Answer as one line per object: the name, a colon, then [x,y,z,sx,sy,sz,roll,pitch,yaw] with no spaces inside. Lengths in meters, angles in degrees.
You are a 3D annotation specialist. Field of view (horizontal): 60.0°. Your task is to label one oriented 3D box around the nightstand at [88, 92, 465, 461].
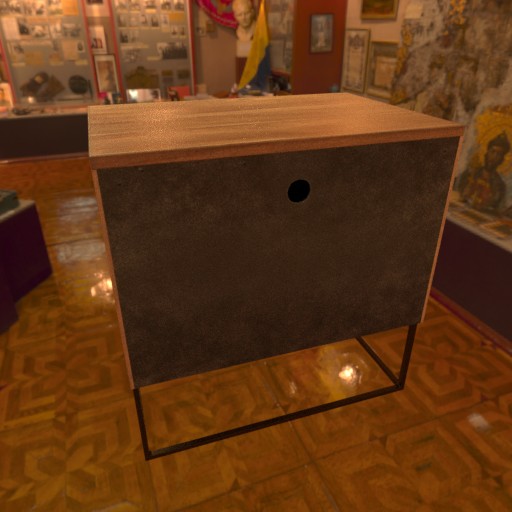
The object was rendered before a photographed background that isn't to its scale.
nightstand: [0.000,0.000,0.984,0.605,0.611,0.427,-9,29,-17]
